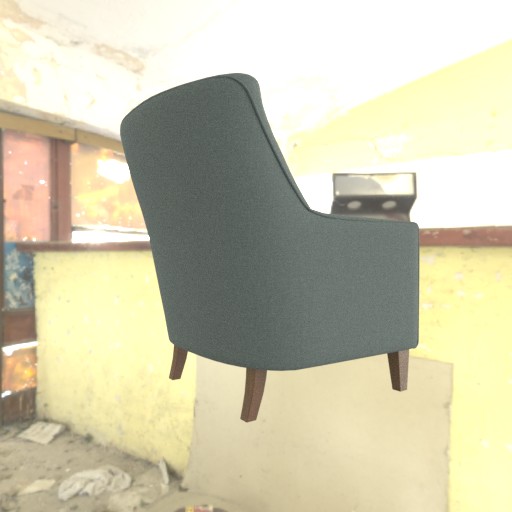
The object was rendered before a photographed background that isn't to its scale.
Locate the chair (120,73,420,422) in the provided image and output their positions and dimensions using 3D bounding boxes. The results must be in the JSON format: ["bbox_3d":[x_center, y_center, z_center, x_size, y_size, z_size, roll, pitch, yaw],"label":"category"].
[{"bbox_3d":[0.000,0.000,1.558,0.879,0.916,0.756,0,0,-34],"label":"chair"}]
